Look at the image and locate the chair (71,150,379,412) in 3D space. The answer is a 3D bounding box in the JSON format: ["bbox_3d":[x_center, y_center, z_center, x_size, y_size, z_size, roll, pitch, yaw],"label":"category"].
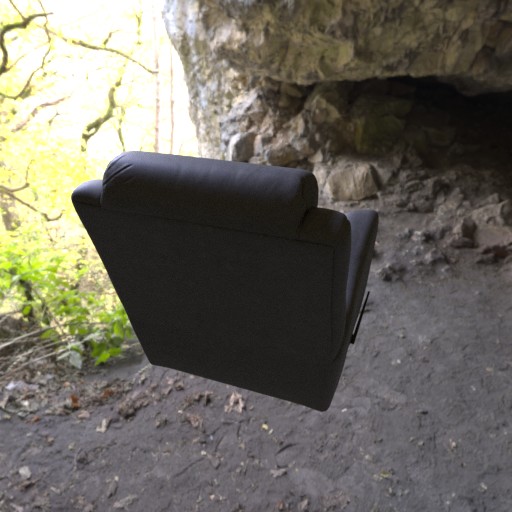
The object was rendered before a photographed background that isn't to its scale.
[{"bbox_3d":[0.000,0.000,1.902,0.967,1.116,1.068,11,33,16],"label":"chair"}]
